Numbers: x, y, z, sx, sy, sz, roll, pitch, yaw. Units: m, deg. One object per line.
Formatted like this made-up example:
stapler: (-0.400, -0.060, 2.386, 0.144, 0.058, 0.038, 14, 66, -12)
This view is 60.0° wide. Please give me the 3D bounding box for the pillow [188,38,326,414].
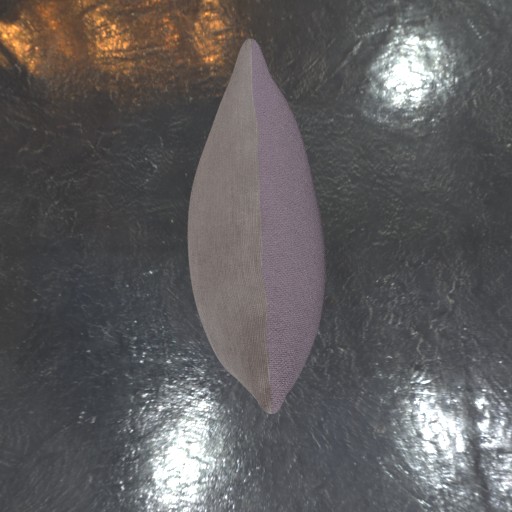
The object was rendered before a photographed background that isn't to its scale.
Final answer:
pillow: (0.000, 0.000, 0.708, 0.204, 0.439, 0.452, -3, 76, -1)
